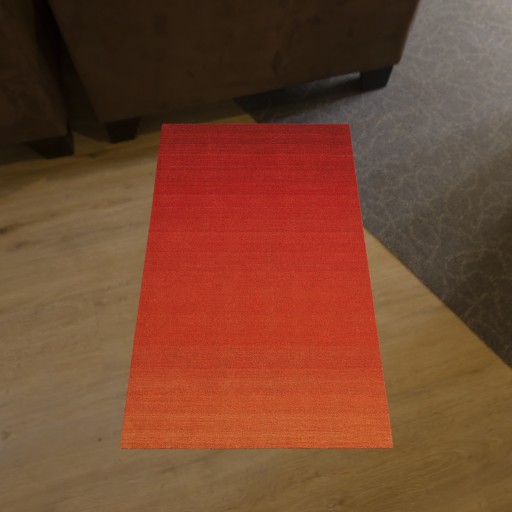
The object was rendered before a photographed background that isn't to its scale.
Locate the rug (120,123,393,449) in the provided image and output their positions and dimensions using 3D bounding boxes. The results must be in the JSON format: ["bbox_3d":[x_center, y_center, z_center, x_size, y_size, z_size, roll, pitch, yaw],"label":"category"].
[{"bbox_3d":[0.000,0.000,3.050,1.531,0.010,2.442,0,62,0],"label":"rug"}]
